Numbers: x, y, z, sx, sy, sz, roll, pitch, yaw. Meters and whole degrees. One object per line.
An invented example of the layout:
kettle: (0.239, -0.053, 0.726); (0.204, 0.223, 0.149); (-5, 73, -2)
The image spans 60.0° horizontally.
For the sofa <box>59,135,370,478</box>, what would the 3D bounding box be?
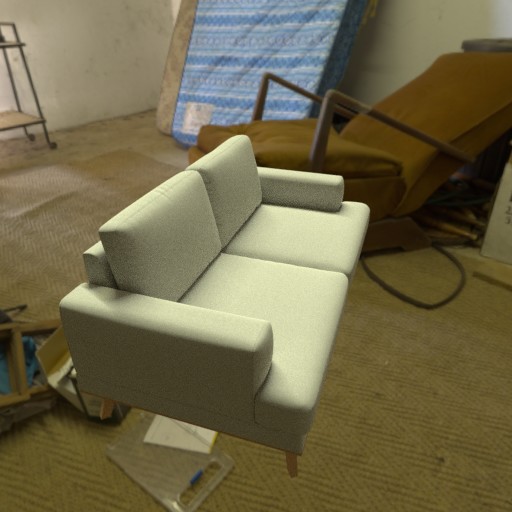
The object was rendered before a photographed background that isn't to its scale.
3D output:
sofa: (0.000, 0.000, 2.115); (0.915, 0.810, 1.651); (10, 31, 16)
